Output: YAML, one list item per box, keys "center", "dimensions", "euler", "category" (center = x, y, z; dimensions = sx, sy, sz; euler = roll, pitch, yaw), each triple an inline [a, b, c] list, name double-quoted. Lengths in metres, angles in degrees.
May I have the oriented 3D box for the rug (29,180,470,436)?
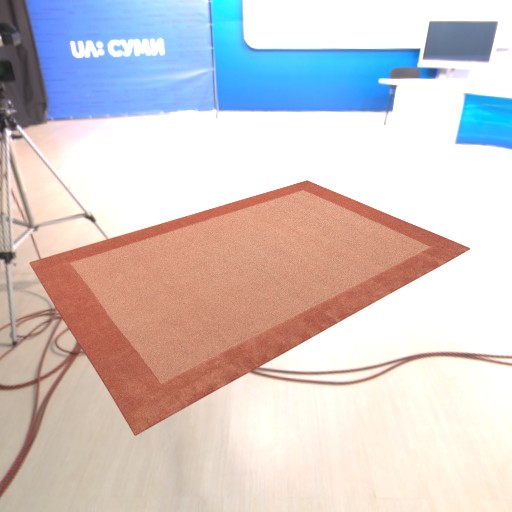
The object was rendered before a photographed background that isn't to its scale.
- center: [0.000, 0.000, 2.199]
  dimensions: [1.829, 0.014, 1.219]
  euler: [-21, 37, -32]
  category: "rug"
